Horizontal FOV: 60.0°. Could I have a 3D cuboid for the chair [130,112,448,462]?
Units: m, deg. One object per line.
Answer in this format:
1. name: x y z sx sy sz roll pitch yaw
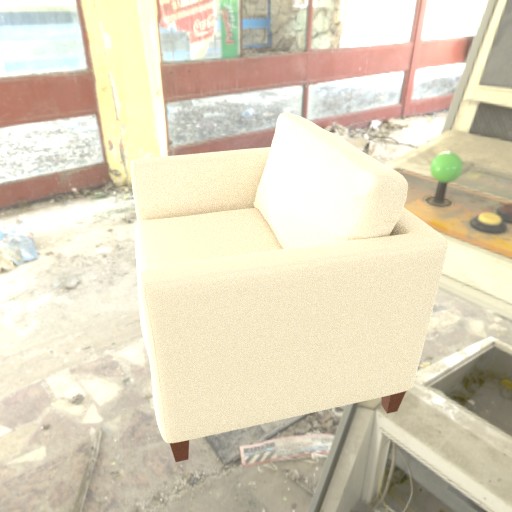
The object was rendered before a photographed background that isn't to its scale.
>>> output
1. chair: 0.000 0.000 1.667 0.878 0.885 1.019 -8 31 -13
